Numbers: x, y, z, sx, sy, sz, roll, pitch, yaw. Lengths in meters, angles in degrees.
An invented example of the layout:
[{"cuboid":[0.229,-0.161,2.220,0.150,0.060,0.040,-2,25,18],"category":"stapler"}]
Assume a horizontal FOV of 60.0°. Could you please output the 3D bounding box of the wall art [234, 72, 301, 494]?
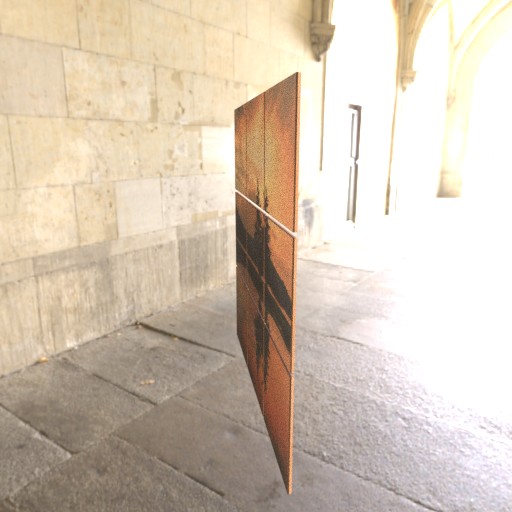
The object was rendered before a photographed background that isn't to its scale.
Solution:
[{"cuboid":[0.000,0.000,1.802,0.013,1.218,1.216,-2,14,-10],"category":"wall art"}]
